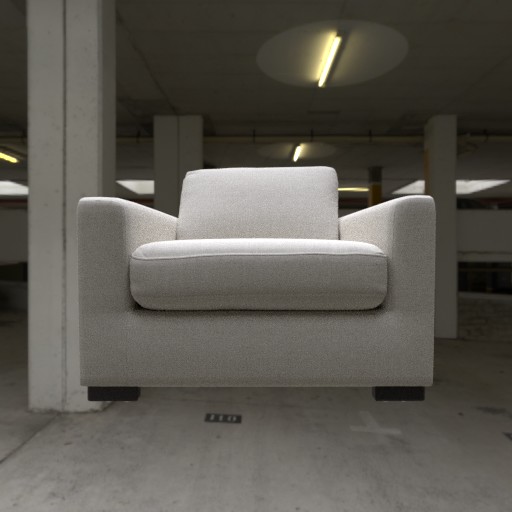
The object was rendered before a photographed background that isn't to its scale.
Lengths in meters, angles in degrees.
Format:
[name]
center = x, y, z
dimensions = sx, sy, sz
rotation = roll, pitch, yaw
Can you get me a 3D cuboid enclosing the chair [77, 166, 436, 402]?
[chair]
center = 0.000, 0.000, 1.834
dimensions = 1.070, 0.876, 1.100
rotation = 0, 0, 0
